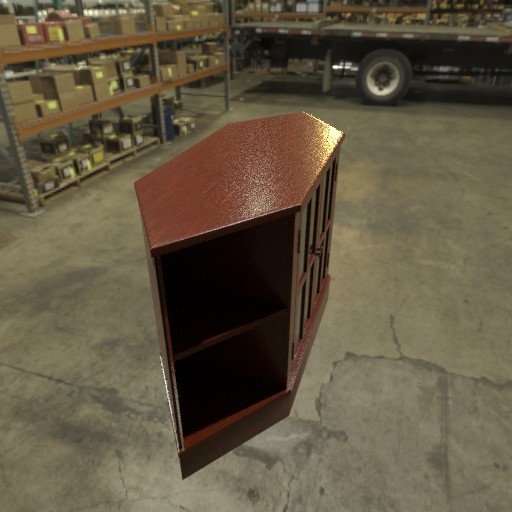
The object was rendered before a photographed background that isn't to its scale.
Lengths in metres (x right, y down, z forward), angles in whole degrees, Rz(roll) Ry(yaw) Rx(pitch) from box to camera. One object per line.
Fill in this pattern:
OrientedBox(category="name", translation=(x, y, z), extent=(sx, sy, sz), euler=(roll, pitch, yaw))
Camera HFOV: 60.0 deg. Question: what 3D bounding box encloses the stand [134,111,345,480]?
OrientedBox(category="stand", translation=(0.000, 0.000, 1.308), extent=(0.381, 0.614, 1.072), euler=(10, 31, 16))
